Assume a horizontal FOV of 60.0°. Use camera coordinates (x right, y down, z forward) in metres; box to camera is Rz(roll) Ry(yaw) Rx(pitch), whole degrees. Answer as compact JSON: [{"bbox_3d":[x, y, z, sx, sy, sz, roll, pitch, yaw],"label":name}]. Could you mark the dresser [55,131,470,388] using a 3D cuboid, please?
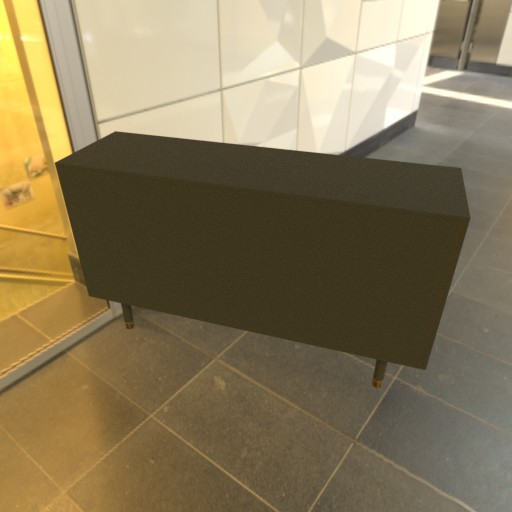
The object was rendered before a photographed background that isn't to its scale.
[{"bbox_3d":[0.000,0.000,2.008,1.558,0.872,0.463,10,34,15],"label":"dresser"}]
